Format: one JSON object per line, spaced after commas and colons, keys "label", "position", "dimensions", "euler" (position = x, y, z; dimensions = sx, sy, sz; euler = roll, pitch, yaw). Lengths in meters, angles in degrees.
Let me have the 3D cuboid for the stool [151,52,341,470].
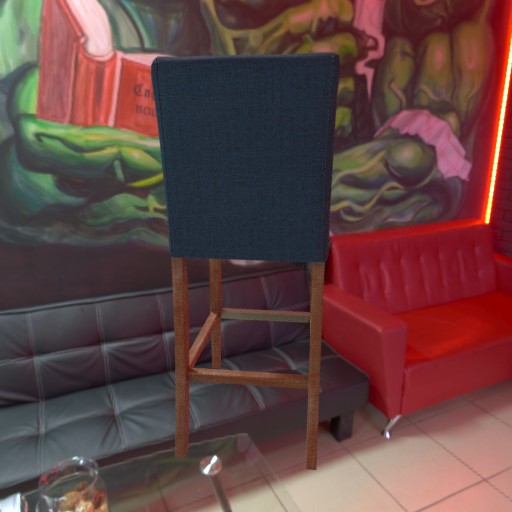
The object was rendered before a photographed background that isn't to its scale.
{"label": "stool", "position": [0.000, 0.000, 1.391], "dimensions": [0.454, 1.088, 0.574], "euler": [2, 16, 7]}
